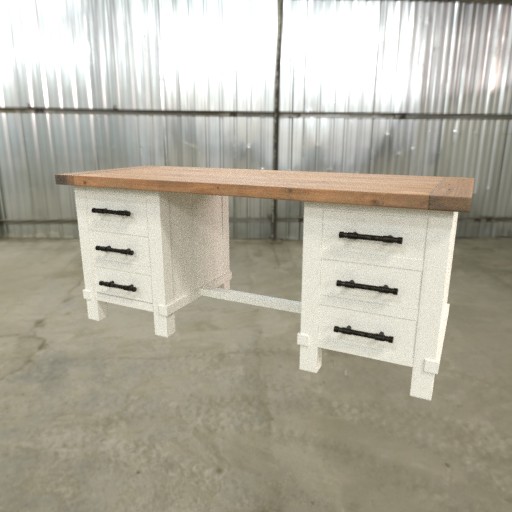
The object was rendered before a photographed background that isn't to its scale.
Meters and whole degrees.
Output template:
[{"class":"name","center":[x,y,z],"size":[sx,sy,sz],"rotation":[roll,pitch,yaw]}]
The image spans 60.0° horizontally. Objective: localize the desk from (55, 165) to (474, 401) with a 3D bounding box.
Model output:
[{"class":"desk","center":[0.000,0.000,2.136],"size":[1.803,0.760,0.688],"rotation":[7,17,25]}]
